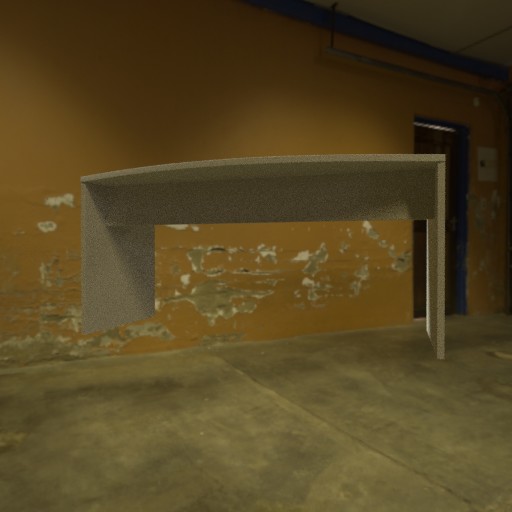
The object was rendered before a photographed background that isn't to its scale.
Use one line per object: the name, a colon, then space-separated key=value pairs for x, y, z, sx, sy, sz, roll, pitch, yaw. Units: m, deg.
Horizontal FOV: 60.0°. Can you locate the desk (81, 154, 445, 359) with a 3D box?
desk: x=0.000 y=0.000 z=2.088 sx=1.600 sy=0.750 sz=0.802 roll=0 pitch=1 yaw=18
